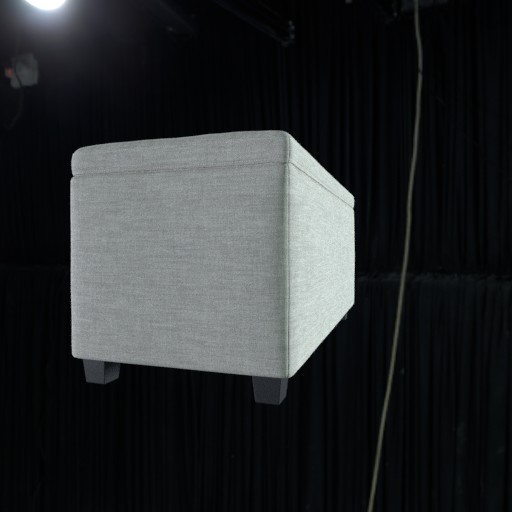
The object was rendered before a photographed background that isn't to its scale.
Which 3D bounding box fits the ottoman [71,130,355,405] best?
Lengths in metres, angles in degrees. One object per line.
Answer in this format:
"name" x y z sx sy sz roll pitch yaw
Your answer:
"ottoman" 0.000 0.000 1.125 0.419 0.432 0.902 0 2 18
